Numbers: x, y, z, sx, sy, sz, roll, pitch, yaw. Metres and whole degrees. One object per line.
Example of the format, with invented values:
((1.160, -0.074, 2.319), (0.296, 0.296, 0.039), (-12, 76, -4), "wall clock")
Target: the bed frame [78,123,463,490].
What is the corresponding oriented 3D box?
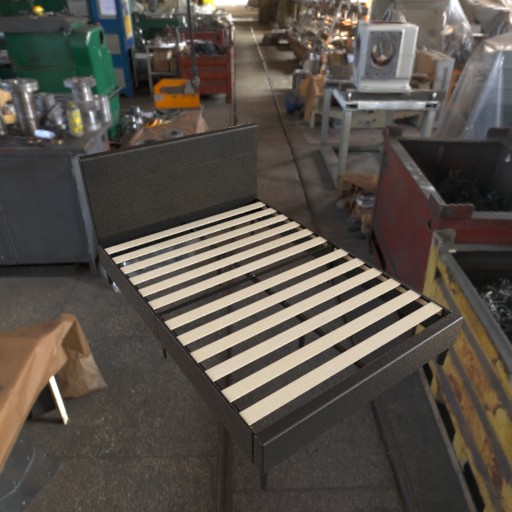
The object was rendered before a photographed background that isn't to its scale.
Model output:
((0.000, 0.000, 2.909), (1.469, 1.046, 2.152), (-21, 37, -30), "bed frame")
